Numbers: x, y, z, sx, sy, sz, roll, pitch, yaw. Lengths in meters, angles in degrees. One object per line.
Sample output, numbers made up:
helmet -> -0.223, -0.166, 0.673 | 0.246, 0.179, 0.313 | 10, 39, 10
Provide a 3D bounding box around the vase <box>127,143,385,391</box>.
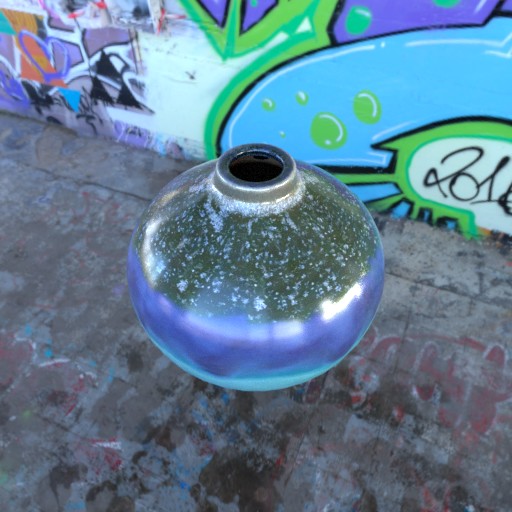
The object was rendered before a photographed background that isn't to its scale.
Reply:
vase -> 0.000, 0.000, 0.268 | 0.154, 0.133, 0.154 | 0, 47, 0
